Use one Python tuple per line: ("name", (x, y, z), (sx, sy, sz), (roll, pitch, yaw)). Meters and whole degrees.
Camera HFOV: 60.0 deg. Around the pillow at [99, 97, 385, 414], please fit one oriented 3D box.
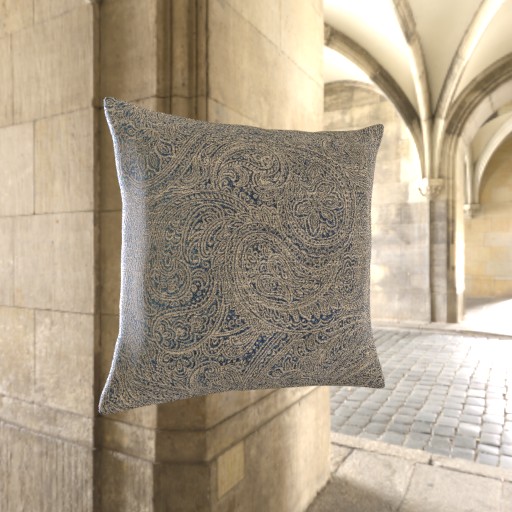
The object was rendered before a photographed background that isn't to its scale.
("pillow", (0.000, 0.000, 0.781), (0.523, 0.510, 0.166), (0, 0, -17))
